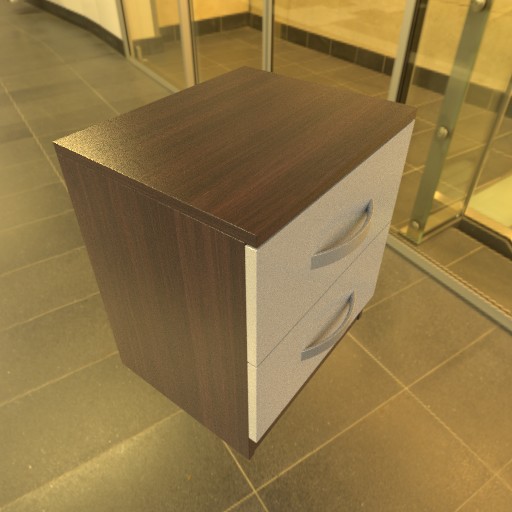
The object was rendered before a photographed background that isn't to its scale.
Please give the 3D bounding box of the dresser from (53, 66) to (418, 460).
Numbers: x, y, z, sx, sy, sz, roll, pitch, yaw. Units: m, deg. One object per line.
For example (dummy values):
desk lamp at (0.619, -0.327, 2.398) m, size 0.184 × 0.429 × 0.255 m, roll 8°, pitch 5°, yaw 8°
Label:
dresser at (0.000, 0.000, 0.765) m, size 0.360 × 0.470 × 0.400 m, roll 26°, pitch 46°, yaw 28°
